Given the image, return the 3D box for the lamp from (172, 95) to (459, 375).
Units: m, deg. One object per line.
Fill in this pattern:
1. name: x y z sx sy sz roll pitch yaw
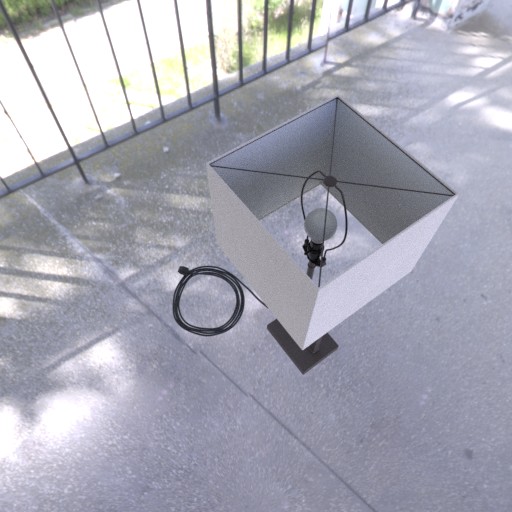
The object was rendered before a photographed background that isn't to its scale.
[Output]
1. lamp: 0.000 0.000 1.001 0.399 0.660 0.504 -32 64 -17
